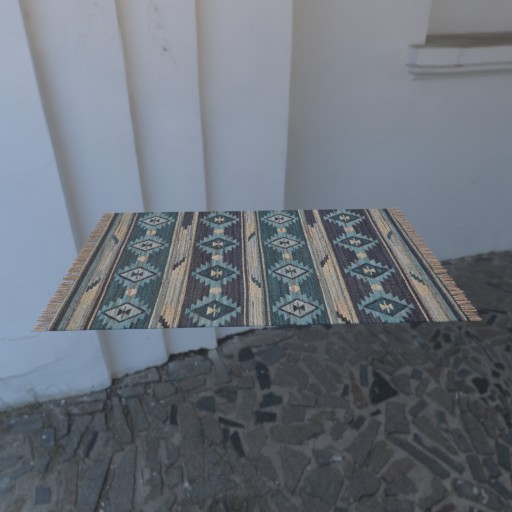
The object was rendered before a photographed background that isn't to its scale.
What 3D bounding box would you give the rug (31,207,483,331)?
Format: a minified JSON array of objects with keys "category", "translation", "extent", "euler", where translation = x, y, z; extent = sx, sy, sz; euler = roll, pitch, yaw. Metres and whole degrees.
[{"category":"rug","translation":[0.000,0.000,2.387],"extent":[1.936,0.028,1.181],"euler":[-1,30,-2]}]
